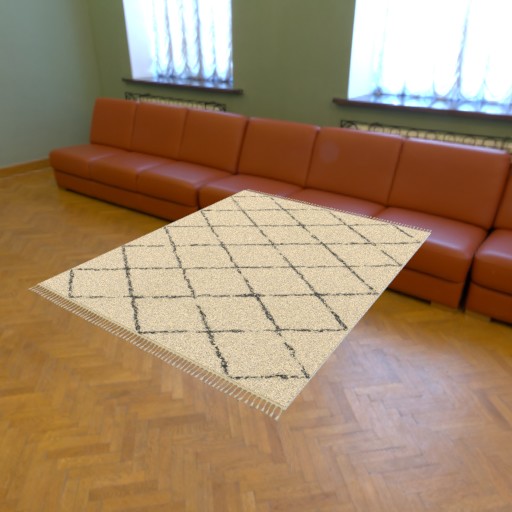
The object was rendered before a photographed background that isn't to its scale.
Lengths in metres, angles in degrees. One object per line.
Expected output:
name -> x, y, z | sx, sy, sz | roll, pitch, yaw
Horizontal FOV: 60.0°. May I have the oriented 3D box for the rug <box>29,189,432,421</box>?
rug -> 0.000, 0.000, 4.096 | 2.380, 0.013, 3.051 | 18, 32, 30
